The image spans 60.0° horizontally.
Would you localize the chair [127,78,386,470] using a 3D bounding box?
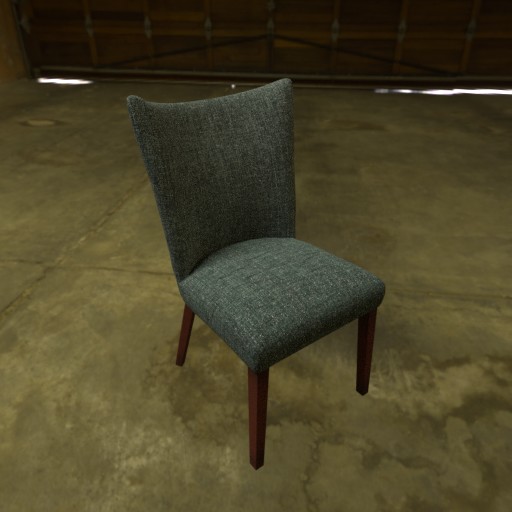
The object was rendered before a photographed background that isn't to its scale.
[{"bbox_3d":[0.000,0.000,1.331,0.535,0.924,0.623,-21,35,-32],"label":"chair"}]
